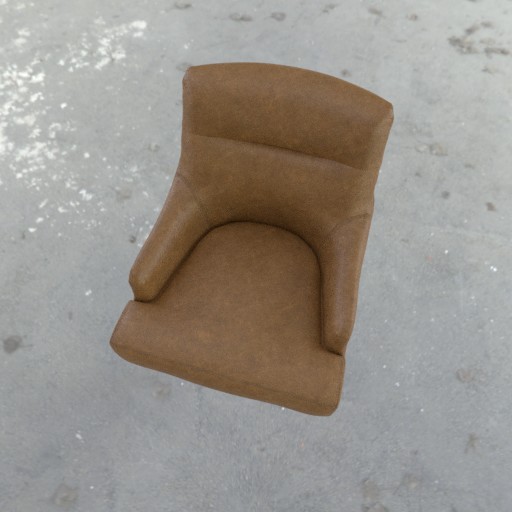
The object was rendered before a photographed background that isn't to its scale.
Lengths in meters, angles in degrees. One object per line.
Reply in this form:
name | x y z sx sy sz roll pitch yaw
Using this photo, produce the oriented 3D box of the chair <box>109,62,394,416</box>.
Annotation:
chair | 0.000 0.000 1.492 0.729 0.869 0.874 14 59 8
